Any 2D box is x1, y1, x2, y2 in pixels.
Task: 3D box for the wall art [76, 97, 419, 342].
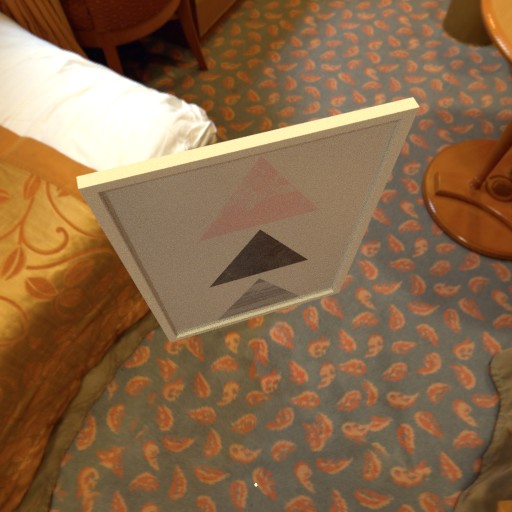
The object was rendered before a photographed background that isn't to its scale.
[{"bbox_3d":[0.000,0.000,0.572,0.303,0.433,0.013,-15,64,-8],"label":"wall art"}]
